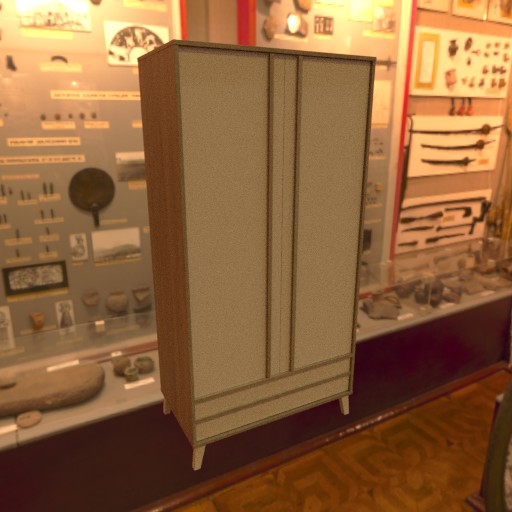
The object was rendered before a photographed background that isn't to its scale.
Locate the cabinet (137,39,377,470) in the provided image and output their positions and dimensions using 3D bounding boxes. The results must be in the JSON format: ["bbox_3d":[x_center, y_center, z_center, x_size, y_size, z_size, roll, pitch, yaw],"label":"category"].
[{"bbox_3d":[0.000,0.000,2.425,1.006,1.999,0.571,-9,19,-27],"label":"cabinet"}]
